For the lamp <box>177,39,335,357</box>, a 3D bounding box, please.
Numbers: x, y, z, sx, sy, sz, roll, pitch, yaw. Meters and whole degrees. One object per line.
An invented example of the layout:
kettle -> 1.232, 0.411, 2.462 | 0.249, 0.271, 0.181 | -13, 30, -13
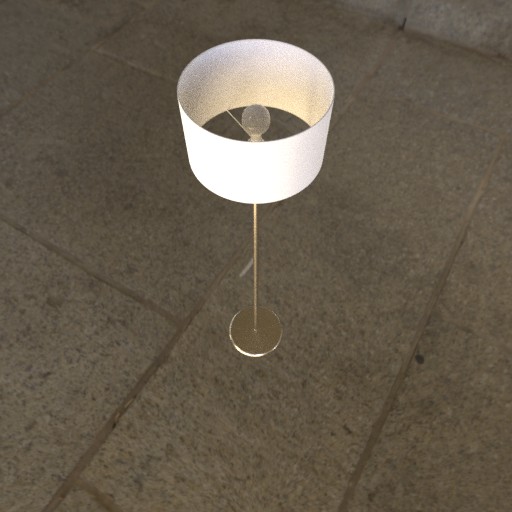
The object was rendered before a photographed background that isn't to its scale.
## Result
lamp -> 0.000, 0.000, 1.594 | 0.347, 1.443, 0.347 | 2, 59, 1
